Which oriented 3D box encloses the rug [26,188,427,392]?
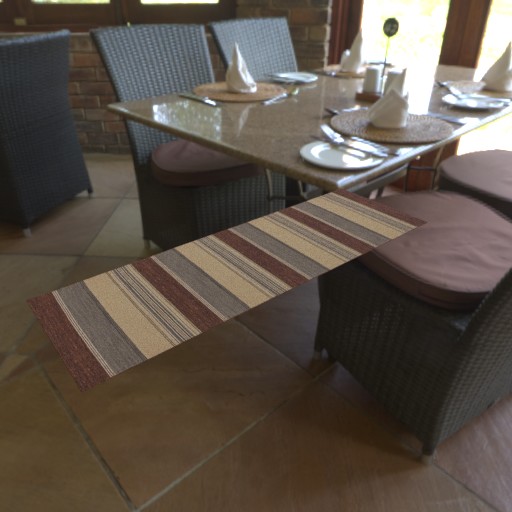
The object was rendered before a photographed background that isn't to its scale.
[{"bbox_3d":[0.000,0.000,2.704,2.437,0.006,0.792,-22,37,-33],"label":"rug"}]
